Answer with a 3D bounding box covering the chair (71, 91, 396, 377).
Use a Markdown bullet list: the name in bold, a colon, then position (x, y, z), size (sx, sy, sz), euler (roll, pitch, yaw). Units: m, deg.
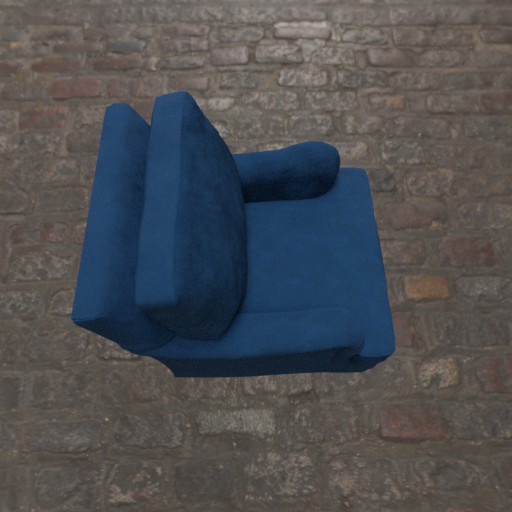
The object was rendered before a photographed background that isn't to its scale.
- **chair**: position (0.000, 0.000, 1.838), size (1.078, 1.076, 0.895), euler (-1, 64, -1)
